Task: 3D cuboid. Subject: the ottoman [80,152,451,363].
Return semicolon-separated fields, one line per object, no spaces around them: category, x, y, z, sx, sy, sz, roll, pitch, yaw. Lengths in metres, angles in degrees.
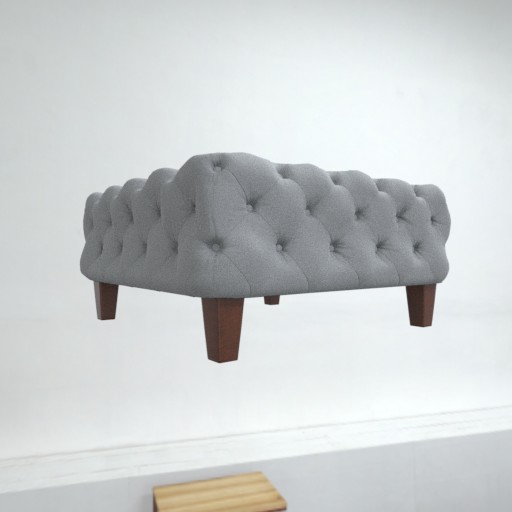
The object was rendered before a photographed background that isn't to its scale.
ottoman;0.000;0.000;1.214;0.758;0.365;0.764;0;0;-37
